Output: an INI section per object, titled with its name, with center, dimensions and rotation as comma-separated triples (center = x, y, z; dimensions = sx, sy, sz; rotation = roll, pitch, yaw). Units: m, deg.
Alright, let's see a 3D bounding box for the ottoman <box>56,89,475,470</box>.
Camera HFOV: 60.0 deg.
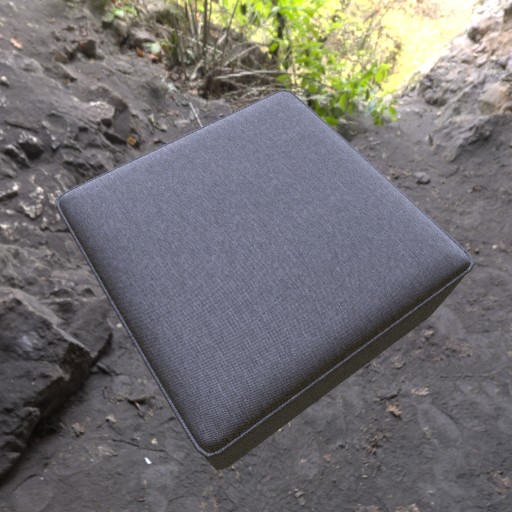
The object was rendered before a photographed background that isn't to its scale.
[ottoman]
center = 0.000, 0.000, 1.586
dimensions = 1.005, 0.455, 1.005
rotation = -31, 64, -17
